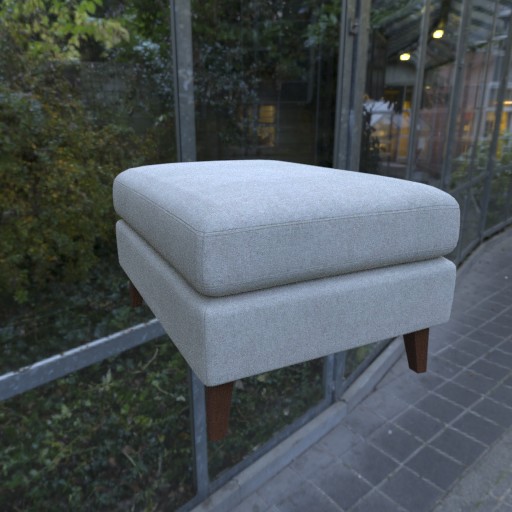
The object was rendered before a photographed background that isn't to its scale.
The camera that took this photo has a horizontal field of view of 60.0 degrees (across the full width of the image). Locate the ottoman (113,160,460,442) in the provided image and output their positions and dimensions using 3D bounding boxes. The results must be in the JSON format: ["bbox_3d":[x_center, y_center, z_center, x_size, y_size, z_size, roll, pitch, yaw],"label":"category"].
[{"bbox_3d":[0.000,0.000,1.214,0.610,0.478,0.823,-8,18,-25],"label":"ottoman"}]
